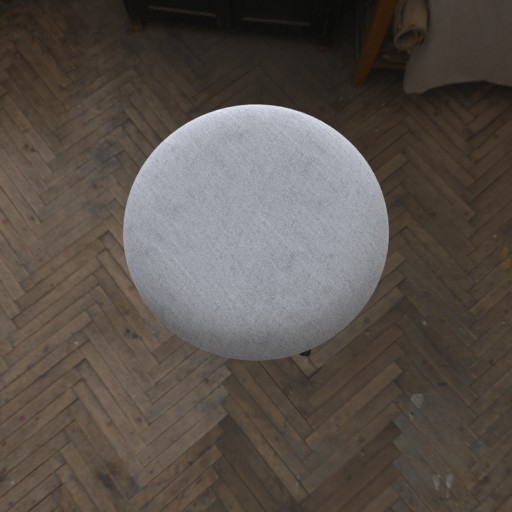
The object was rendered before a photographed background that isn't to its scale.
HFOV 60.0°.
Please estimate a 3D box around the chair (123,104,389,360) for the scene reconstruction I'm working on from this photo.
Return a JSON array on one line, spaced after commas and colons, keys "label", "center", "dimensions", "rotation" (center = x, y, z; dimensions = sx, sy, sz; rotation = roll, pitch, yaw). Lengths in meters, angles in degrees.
[{"label": "chair", "center": [0.000, 0.000, 0.673], "dimensions": [0.350, 0.386, 0.350], "rotation": [-33, 79, -7]}]
